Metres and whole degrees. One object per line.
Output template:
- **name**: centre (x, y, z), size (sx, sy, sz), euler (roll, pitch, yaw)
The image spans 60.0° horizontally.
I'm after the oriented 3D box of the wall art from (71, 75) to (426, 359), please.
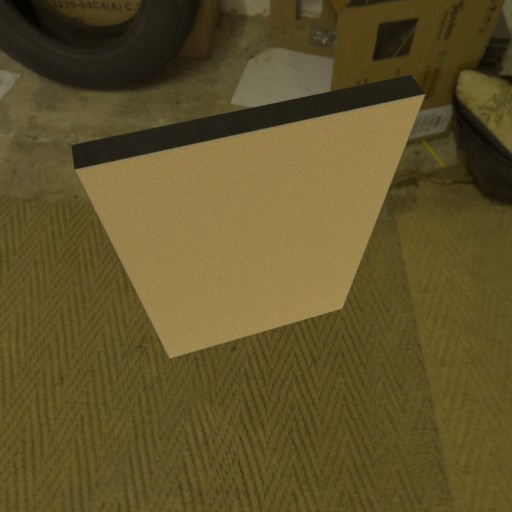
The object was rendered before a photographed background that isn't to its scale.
- **wall art**: centre (0.000, 0.000, 0.580), size (0.313, 0.457, 0.031), euler (-15, 59, -9)
